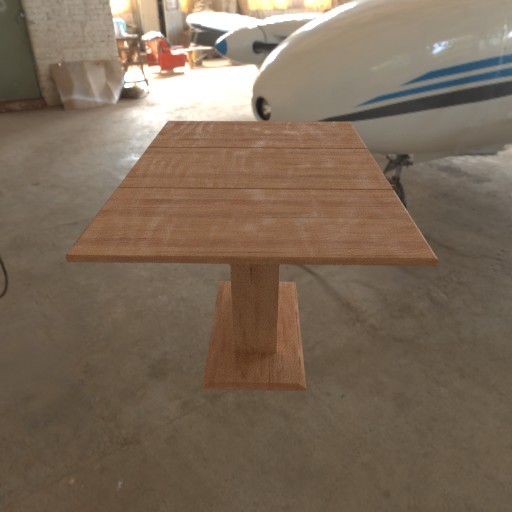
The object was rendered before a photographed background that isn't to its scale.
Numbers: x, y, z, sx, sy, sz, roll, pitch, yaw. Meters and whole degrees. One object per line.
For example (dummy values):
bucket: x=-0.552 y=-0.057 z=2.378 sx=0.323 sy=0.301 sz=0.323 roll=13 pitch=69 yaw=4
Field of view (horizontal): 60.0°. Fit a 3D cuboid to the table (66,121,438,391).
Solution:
table: x=0.000 y=0.000 z=1.821 sx=0.900 sy=0.770 sz=1.300 roll=1 pitch=31 yaw=1
